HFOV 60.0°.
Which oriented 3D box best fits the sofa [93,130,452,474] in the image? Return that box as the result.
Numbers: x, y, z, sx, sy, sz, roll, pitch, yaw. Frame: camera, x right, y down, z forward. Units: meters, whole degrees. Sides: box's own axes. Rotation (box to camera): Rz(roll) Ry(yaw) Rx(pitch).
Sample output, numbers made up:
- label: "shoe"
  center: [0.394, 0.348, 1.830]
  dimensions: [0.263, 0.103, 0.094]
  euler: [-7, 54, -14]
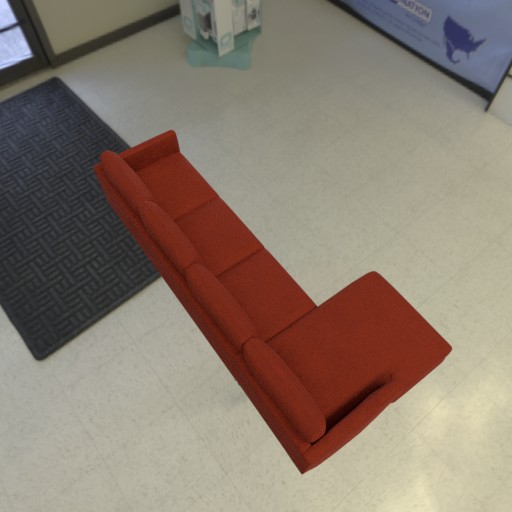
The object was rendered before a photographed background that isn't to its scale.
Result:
- label: "sofa"
  center: [0.000, 0.000, 2.974]
  dimensions: [1.136, 0.663, 2.467]
  euler: [-32, 63, -18]
